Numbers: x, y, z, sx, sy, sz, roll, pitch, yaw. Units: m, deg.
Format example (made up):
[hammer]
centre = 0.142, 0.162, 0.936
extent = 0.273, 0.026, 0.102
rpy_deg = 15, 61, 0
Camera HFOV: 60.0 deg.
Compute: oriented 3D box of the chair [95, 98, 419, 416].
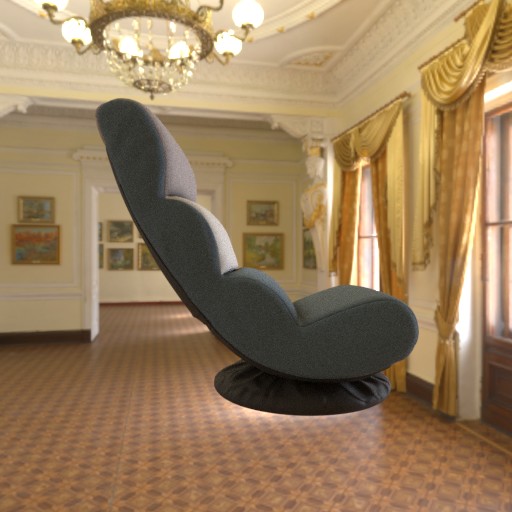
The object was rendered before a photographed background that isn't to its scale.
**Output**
[chair]
centre = 0.000, 0.000, 1.065
extent = 0.661, 0.641, 0.420
rpy_deg = 0, 0, 0
